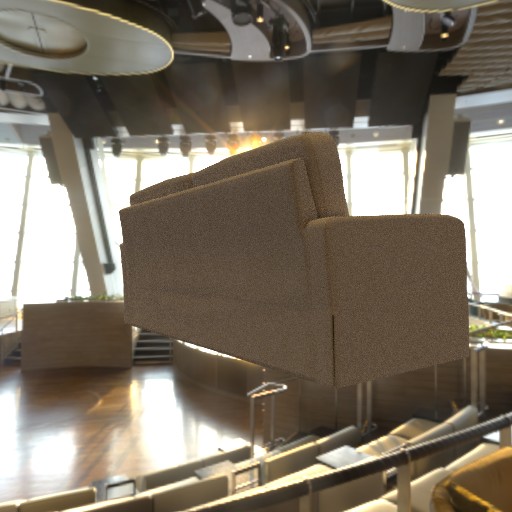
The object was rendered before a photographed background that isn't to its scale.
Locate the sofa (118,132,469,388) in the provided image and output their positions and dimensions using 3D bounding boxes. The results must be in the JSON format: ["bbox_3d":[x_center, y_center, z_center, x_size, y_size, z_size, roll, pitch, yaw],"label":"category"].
[{"bbox_3d":[0.000,0.000,2.279,0.894,0.831,1.808,1,-1,-36],"label":"sofa"}]
